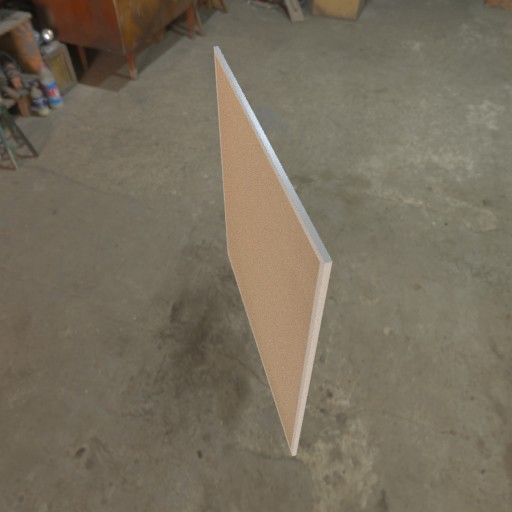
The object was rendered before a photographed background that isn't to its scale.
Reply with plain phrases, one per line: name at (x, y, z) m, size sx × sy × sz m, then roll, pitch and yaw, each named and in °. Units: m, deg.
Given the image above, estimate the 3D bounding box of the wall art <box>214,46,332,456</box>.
wall art at (0.000, 0.000, 1.217) m, size 0.012 × 0.809 × 0.809 m, roll -11°, pitch 48°, yaw -10°
